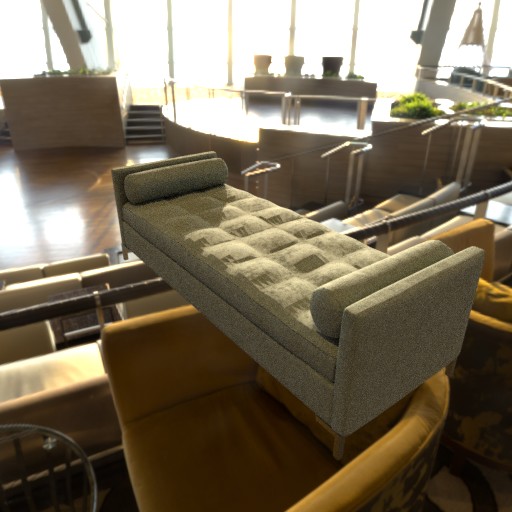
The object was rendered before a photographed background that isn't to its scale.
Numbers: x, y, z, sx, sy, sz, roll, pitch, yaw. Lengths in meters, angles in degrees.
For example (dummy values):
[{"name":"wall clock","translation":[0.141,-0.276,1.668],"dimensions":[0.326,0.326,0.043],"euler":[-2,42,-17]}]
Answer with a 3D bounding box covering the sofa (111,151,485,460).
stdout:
[{"name":"sofa","translation":[0.000,0.000,2.456],"dimensions":[0.797,0.657,2.102],"euler":[-19,33,-33]}]
